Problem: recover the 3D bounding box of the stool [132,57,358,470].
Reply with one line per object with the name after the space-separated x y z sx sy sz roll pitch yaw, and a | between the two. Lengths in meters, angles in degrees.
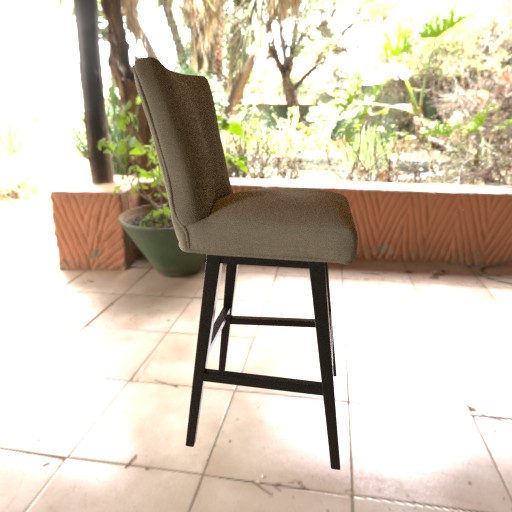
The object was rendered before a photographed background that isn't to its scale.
0.000 0.000 1.373 0.574 1.086 0.514 3 17 8 | stool
